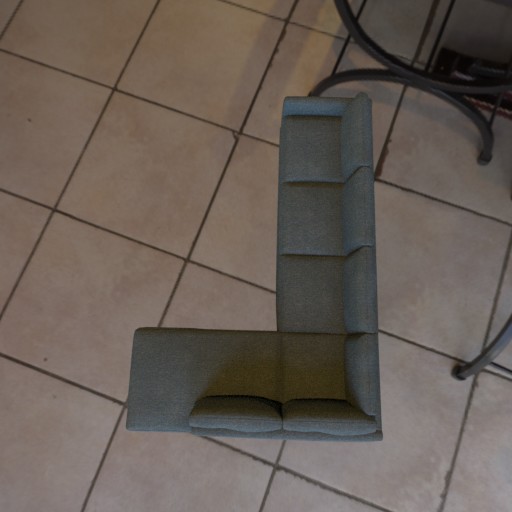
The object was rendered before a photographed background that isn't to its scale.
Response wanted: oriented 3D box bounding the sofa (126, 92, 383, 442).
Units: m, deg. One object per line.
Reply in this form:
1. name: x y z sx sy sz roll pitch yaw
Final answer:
1. sofa: 0.000 0.000 3.850 2.007 0.815 2.949 2 76 0
